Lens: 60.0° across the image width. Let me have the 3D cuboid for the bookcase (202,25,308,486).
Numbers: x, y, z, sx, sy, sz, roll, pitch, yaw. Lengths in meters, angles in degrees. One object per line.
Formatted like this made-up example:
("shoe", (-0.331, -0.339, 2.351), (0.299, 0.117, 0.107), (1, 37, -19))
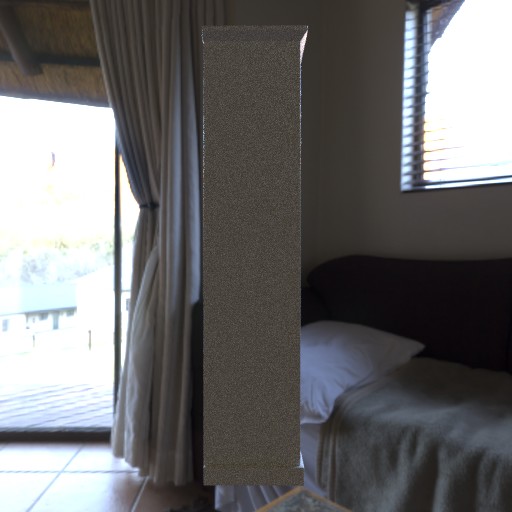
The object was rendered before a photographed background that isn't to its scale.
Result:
("bookcase", (0.000, 0.000, 2.331), (0.432, 1.880, 1.050), (0, 0, 1))
